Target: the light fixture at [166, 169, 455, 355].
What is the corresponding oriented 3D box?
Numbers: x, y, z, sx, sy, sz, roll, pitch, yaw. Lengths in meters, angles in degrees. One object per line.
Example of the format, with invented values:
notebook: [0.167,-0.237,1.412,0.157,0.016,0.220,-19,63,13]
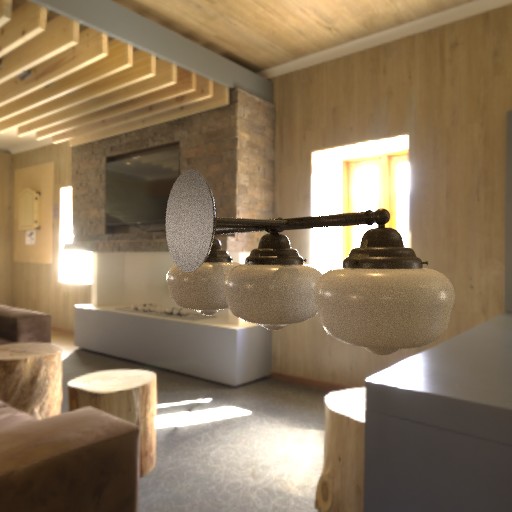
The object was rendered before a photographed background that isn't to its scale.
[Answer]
light fixture: [0.000,0.000,0.693,0.239,0.242,0.587,0,0,-36]
